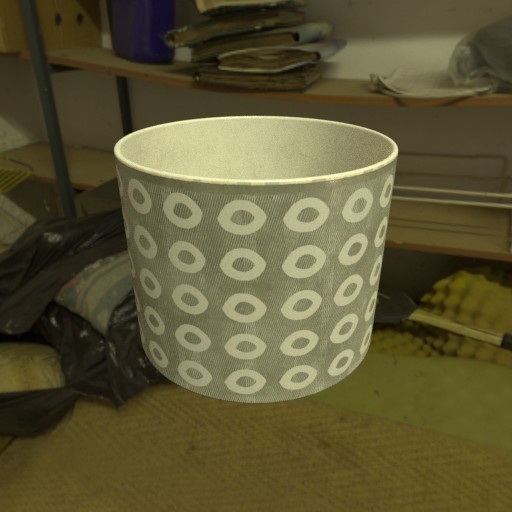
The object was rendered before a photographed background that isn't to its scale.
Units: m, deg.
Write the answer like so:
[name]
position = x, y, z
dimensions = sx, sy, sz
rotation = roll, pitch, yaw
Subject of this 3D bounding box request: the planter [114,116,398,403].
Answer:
[planter]
position = 0.000, 0.000, 0.348
dimensions = 0.190, 0.181, 0.190
rotation = 0, 27, 0
